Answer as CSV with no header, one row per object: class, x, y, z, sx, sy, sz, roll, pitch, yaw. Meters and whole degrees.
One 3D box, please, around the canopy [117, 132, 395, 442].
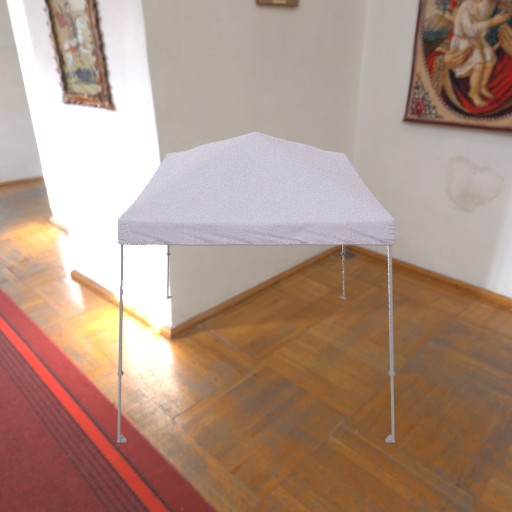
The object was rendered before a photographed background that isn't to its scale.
canopy,0.000,0.000,5.189,2.849,2.850,2.850,0,26,0
